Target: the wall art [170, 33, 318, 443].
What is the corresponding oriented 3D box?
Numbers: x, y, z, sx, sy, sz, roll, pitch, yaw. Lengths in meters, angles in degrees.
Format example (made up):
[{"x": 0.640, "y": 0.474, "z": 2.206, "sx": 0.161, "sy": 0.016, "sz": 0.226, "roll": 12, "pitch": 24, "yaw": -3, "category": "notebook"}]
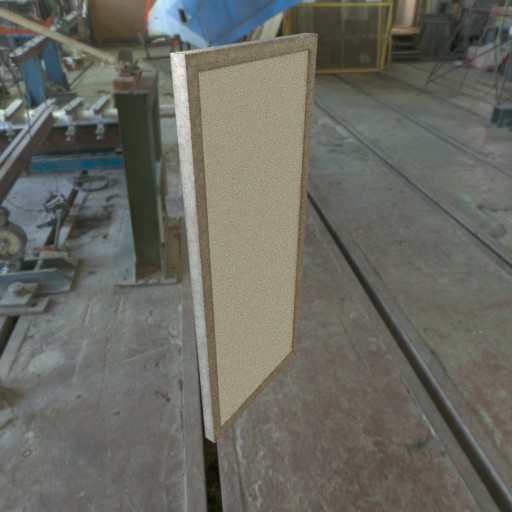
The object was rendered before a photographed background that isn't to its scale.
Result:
[{"x": 0.000, "y": 0.000, "z": 1.670, "sx": 0.051, "sy": 1.461, "sz": 0.648, "roll": 21, "pitch": 37, "yaw": 30, "category": "wall art"}]
